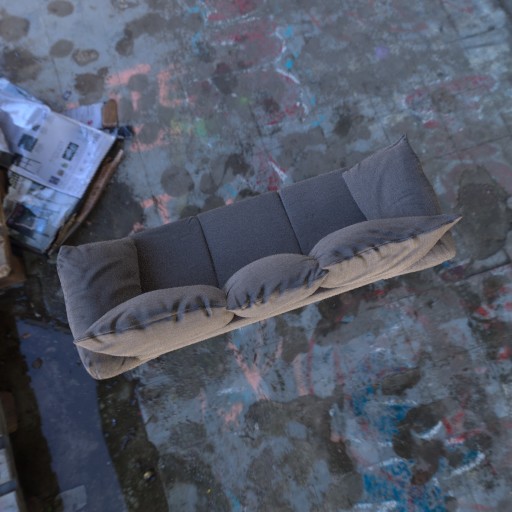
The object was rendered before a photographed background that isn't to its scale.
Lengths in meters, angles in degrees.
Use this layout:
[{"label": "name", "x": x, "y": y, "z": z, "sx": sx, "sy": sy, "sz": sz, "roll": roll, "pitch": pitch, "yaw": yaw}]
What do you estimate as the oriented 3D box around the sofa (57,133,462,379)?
[{"label": "sofa", "x": 0.000, "y": 0.000, "z": 2.906, "sx": 2.390, "sy": 1.043, "sz": 0.927, "roll": -18, "pitch": 76, "yaw": -5}]
